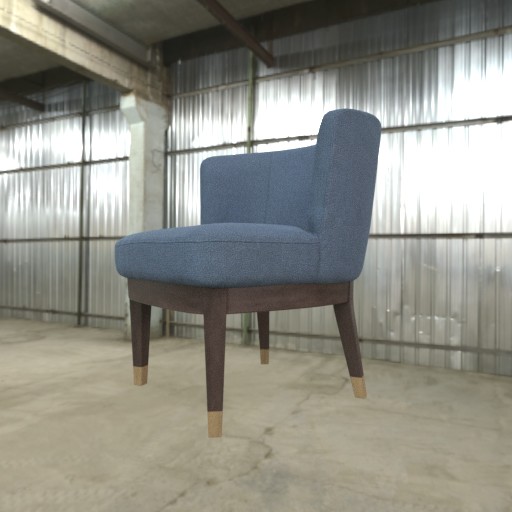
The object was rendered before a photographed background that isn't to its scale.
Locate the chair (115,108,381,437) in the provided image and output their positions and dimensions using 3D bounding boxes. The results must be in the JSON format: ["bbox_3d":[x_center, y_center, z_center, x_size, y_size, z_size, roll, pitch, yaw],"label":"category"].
[{"bbox_3d":[0.000,0.000,1.271,0.702,0.760,0.661,0,0,-34],"label":"chair"}]
